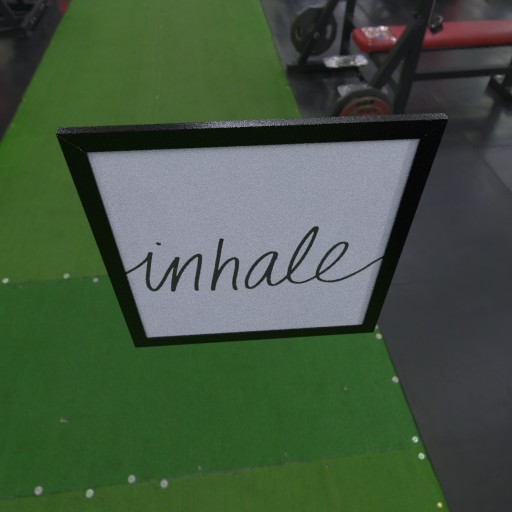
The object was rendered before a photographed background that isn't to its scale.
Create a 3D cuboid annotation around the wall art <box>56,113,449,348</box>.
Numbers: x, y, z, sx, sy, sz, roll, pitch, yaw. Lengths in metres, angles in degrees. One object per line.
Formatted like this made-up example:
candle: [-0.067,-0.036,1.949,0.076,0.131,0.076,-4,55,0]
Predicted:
wall art: [0.000,0.000,0.668,0.446,0.445,0.014,-3,47,-3]
